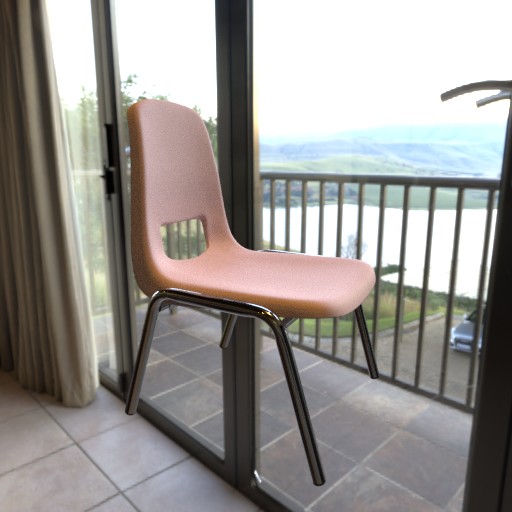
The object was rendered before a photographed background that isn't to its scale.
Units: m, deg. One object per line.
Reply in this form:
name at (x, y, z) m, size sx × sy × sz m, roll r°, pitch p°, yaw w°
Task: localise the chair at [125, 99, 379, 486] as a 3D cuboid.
chair at (0.000, 0.000, 0.776) m, size 0.385 × 0.536 × 0.354 m, roll 6°, pitch 14°, yaw 27°
